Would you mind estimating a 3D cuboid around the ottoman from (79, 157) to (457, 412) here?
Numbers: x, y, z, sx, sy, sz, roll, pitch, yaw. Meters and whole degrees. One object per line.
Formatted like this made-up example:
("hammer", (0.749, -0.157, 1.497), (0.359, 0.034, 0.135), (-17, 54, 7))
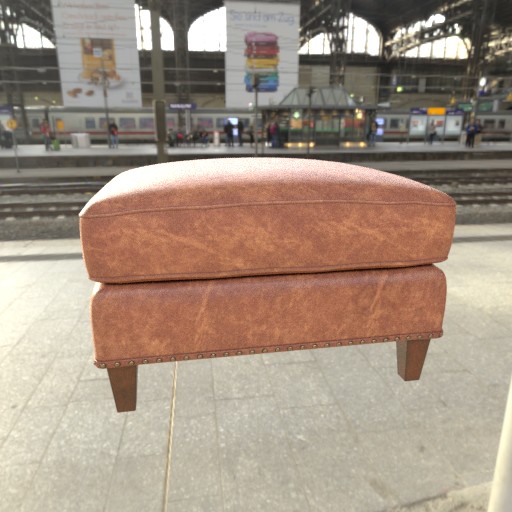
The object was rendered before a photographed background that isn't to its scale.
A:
("ottoman", (0.000, 0.000, 1.138), (0.742, 0.486, 0.586), (-3, 16, -10))
